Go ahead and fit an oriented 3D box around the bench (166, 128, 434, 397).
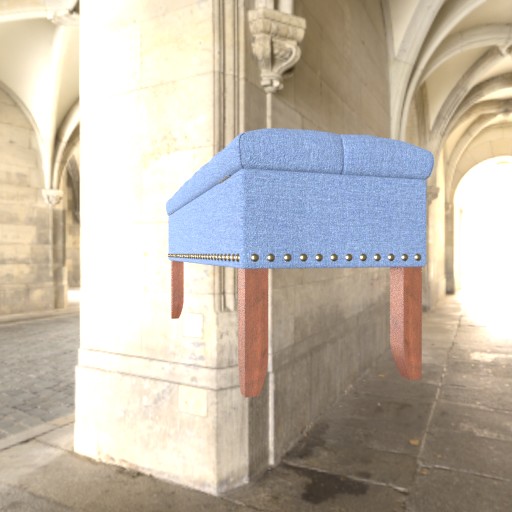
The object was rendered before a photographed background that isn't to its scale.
[{"bbox_3d":[0.000,0.000,1.317,0.417,0.492,1.052,0,0,-18],"label":"bench"}]
